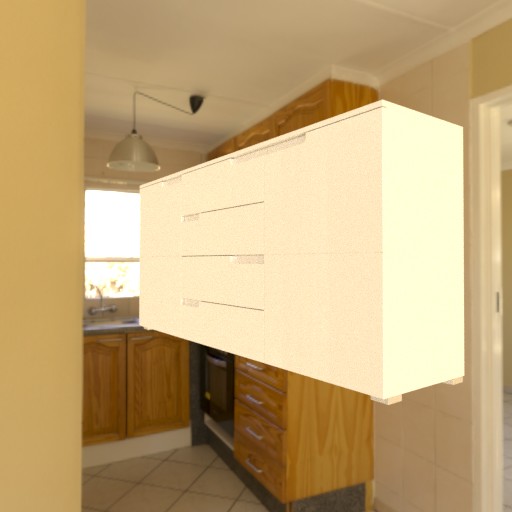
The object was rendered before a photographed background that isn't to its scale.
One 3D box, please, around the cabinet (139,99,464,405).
[{"bbox_3d":[0.000,0.000,1.935,0.400,0.800,1.650,0,-1,-37],"label":"cabinet"}]
